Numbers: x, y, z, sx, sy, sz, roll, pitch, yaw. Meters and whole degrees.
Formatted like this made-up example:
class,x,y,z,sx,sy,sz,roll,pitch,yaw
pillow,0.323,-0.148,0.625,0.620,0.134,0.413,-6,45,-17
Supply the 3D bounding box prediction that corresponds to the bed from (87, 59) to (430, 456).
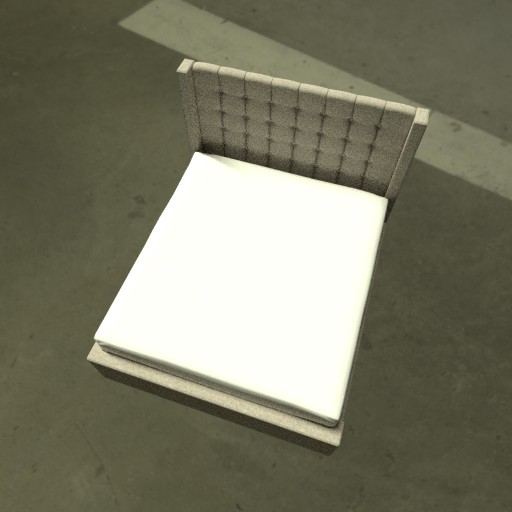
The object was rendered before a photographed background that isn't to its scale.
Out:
class,x,y,z,sx,sy,sz,roll,pitch,yaw
bed,0.000,0.000,3.709,2.044,1.748,2.372,16,59,10
